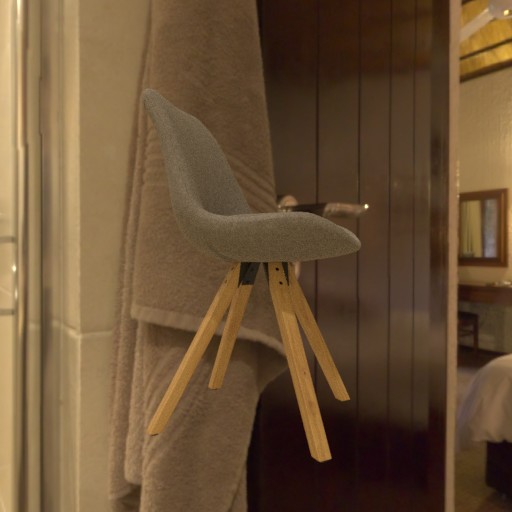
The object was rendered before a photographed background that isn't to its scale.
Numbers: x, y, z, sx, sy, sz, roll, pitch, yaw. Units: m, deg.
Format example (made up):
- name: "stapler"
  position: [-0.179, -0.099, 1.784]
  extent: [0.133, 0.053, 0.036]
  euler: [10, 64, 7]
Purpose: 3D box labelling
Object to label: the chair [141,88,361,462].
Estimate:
- name: "chair"
  position: [0.000, 0.000, 1.195]
  extent: [0.550, 0.865, 0.483]
  euler: [0, 0, 18]
